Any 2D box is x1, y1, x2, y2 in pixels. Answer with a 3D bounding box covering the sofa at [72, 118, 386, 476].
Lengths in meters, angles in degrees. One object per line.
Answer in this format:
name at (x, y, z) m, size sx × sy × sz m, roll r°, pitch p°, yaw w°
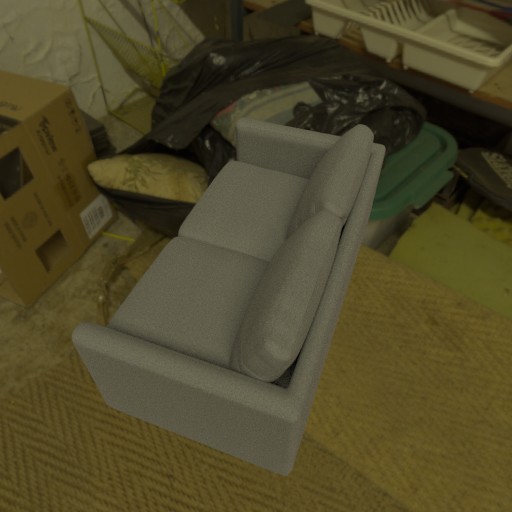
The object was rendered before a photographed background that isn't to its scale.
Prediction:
sofa at (0.000, 0.000, 2.248) m, size 0.940 × 0.866 × 1.713 m, roll 15°, pitch 48°, yaw 14°
